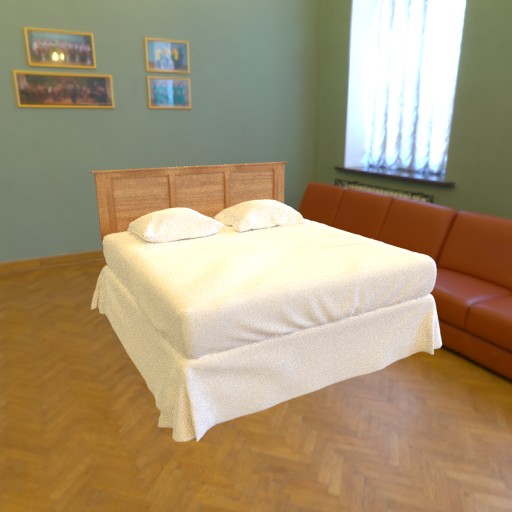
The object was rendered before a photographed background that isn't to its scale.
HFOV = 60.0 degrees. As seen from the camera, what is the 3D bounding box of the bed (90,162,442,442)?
[{"bbox_3d":[0.000,0.000,3.594,2.317,1.270,2.215,-9,19,-28],"label":"bed"}]
